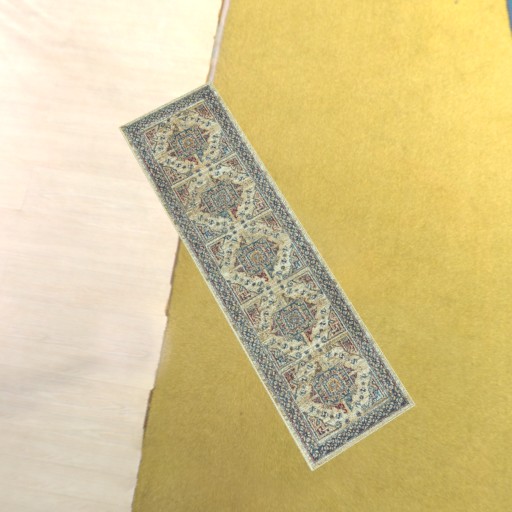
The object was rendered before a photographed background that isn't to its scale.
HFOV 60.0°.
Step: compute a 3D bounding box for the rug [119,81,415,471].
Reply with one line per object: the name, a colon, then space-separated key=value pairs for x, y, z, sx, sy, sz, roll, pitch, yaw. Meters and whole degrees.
rug: x=0.000 y=0.000 z=2.587 sx=0.661 sy=0.013 sz=2.297 roll=-29 pitch=78 yaw=-7
